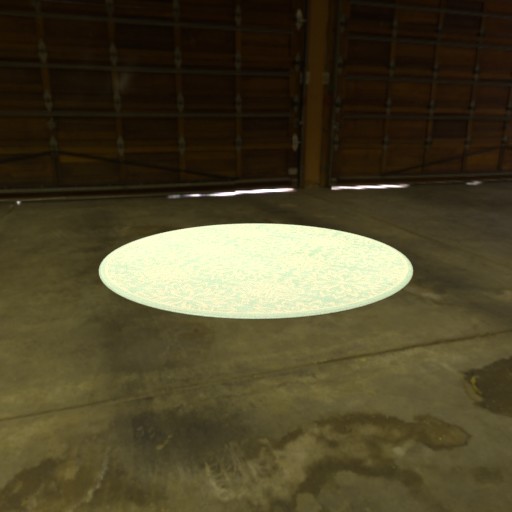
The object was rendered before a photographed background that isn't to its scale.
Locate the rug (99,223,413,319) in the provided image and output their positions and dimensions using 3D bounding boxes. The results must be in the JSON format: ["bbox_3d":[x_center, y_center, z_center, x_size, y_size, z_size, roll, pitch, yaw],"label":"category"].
[{"bbox_3d":[0.000,0.000,2.371,1.593,0.012,1.593,0,17,0],"label":"rug"}]
